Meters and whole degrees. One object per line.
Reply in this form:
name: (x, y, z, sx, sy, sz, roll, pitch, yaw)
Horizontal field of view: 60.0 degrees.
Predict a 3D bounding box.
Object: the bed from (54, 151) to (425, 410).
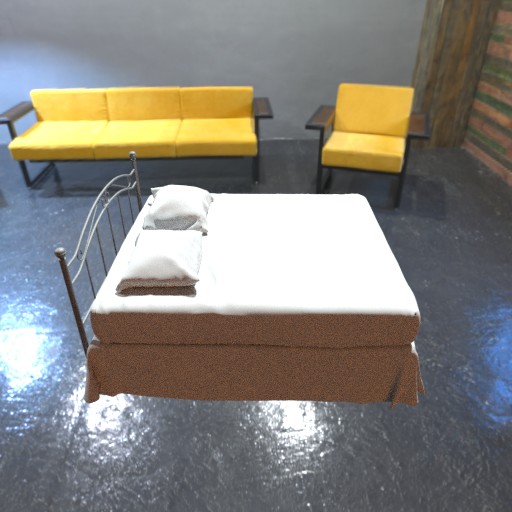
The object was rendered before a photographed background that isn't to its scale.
bed: (0.000, 0.000, 3.342, 2.215, 1.080, 1.936, 0, 32, 1)
